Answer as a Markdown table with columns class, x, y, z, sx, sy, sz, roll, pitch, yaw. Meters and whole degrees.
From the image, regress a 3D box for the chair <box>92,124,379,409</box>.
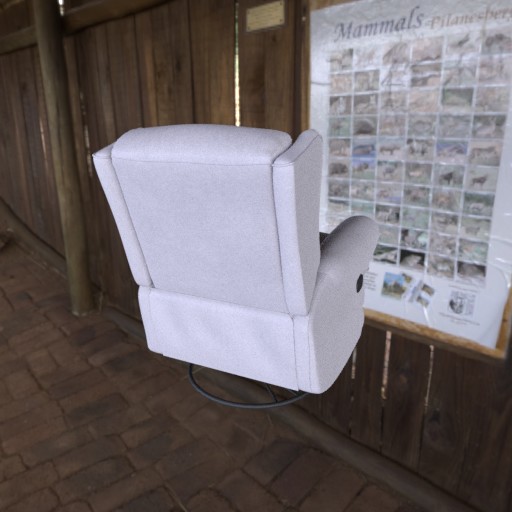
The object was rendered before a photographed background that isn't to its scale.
| class | x | y | z | sx | sy | sz | roll | pitch | yaw |
| --- | --- | --- | --- | --- | --- | --- | --- | --- | --- |
| chair | 0.000 | 0.000 | 1.763 | 0.847 | 1.011 | 0.969 | 8 | 19 | 24 |
